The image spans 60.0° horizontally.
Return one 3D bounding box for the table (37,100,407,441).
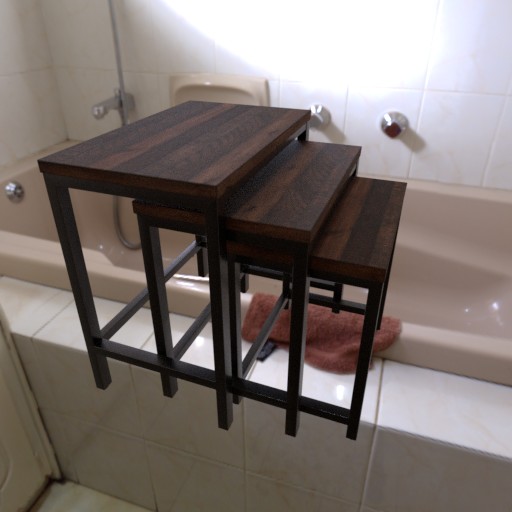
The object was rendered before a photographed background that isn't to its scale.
[{"bbox_3d":[0.000,0.000,1.139,0.660,0.616,0.608,11,32,18],"label":"table"}]
